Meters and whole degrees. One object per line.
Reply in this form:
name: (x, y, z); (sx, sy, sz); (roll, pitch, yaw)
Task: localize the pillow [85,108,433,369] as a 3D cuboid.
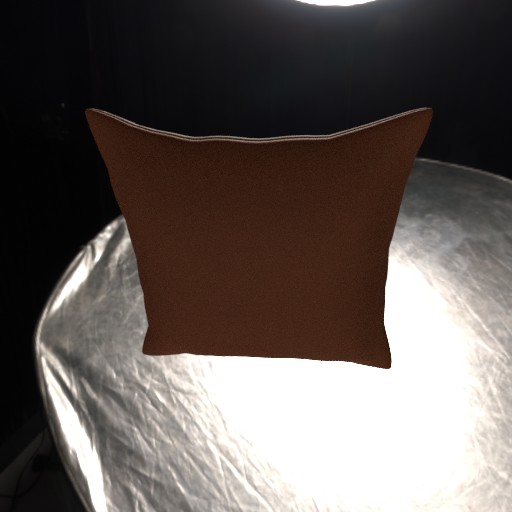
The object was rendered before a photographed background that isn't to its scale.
pillow: (0.000, 0.000, 0.683); (0.453, 0.430, 0.200); (3, 16, 9)
